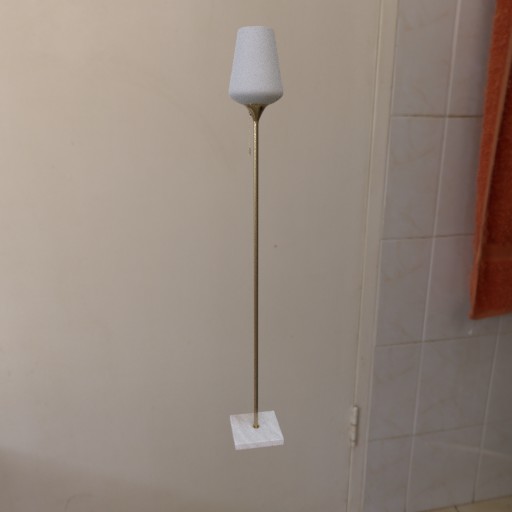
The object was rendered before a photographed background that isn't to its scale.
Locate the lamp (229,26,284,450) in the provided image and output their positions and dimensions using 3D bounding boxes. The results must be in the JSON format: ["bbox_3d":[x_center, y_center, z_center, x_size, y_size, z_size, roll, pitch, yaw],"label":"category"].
[{"bbox_3d":[0.000,0.000,1.959,0.232,1.813,0.229,-3,16,-9],"label":"lamp"}]
